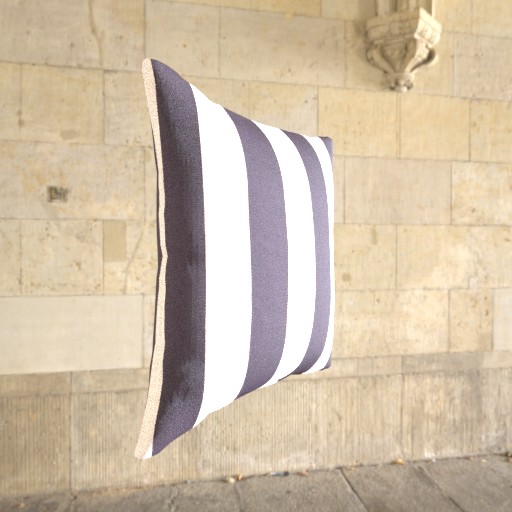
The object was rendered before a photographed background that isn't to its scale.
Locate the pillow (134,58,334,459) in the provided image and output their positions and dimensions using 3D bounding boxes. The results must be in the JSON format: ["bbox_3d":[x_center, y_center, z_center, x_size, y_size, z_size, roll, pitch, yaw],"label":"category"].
[{"bbox_3d":[0.000,0.000,0.788,0.189,0.526,0.536,1,1,36],"label":"pillow"}]
